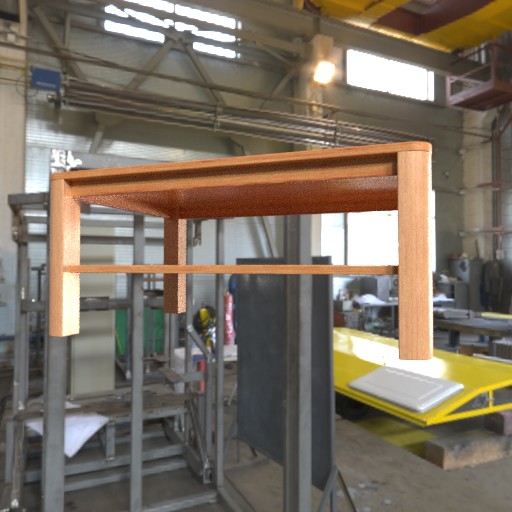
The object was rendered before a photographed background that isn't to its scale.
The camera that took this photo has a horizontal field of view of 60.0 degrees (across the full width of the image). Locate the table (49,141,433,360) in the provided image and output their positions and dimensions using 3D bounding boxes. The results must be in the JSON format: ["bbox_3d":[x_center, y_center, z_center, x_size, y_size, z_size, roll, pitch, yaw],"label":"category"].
[{"bbox_3d":[0.000,0.000,1.378,0.997,0.445,0.696,0,-1,19],"label":"table"}]
